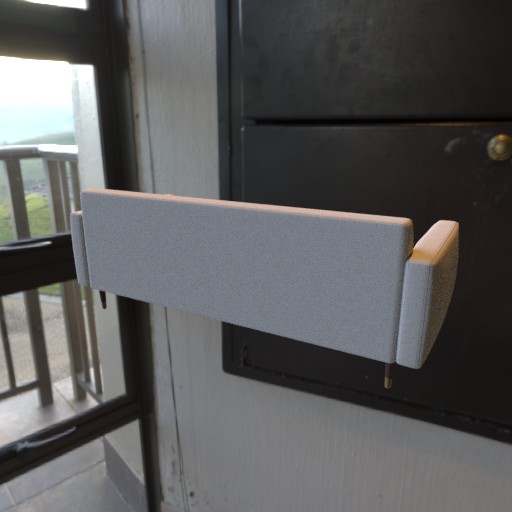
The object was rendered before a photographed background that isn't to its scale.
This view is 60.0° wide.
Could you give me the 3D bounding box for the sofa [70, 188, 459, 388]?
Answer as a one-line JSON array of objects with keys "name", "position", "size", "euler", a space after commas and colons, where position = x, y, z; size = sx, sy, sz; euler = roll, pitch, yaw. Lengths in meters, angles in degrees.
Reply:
[{"name": "sofa", "position": [0.000, 0.000, 2.800], "size": [2.291, 0.821, 0.990], "euler": [9, 19, 28]}]
